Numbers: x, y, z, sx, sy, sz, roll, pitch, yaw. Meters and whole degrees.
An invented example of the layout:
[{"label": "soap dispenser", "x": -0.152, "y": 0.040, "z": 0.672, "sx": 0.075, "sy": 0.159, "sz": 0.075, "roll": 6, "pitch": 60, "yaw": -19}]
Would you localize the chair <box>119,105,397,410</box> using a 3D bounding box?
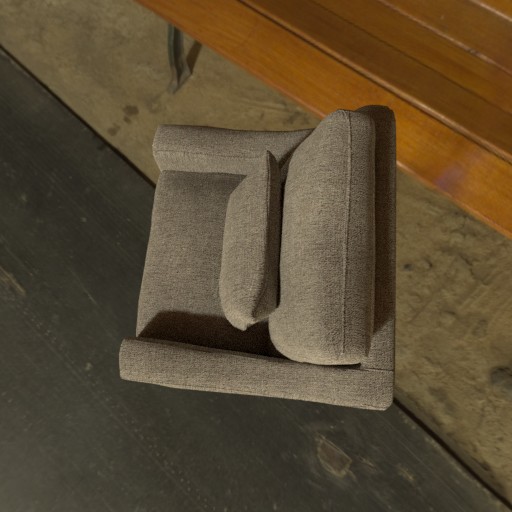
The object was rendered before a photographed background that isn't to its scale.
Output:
[{"label": "chair", "x": 0.000, "y": 0.000, "z": 1.911, "sx": 1.009, "sy": 1.037, "sz": 1.138, "roll": 5, "pitch": 76, "yaw": 1}]
